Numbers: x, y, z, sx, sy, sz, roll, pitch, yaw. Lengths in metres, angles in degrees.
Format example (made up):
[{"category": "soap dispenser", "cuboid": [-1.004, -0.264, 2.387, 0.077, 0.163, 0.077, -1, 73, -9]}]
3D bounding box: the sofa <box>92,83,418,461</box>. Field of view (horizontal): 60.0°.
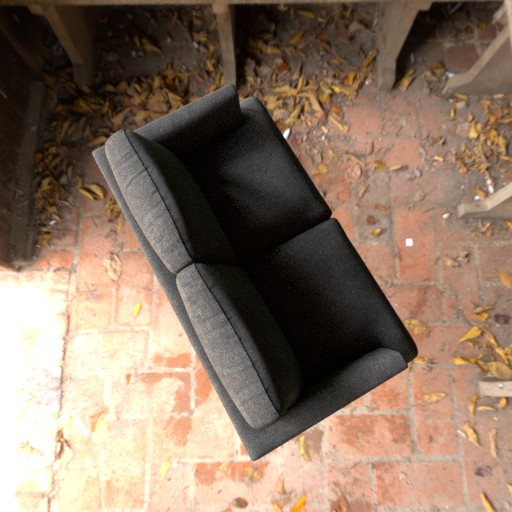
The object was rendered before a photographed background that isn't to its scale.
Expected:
[{"category": "sofa", "cuboid": [0.000, 0.000, 2.166, 0.903, 0.956, 1.582, -29, 78, -7]}]
